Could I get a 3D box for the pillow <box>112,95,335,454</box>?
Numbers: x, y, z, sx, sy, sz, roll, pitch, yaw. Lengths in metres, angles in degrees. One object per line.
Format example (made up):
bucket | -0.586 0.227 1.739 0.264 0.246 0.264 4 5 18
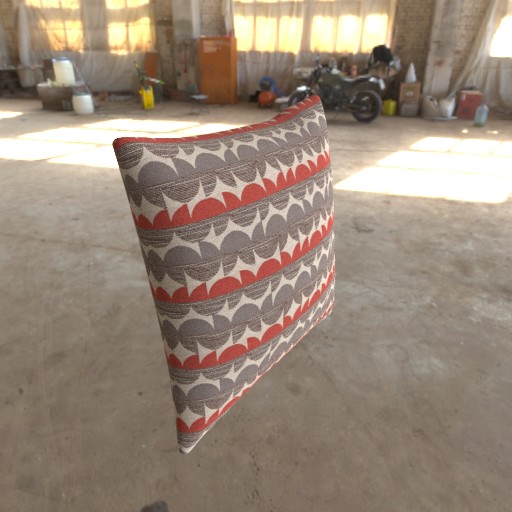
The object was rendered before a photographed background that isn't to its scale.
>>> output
pillow | 0.000 0.000 0.657 0.180 0.410 0.420 18 32 31
